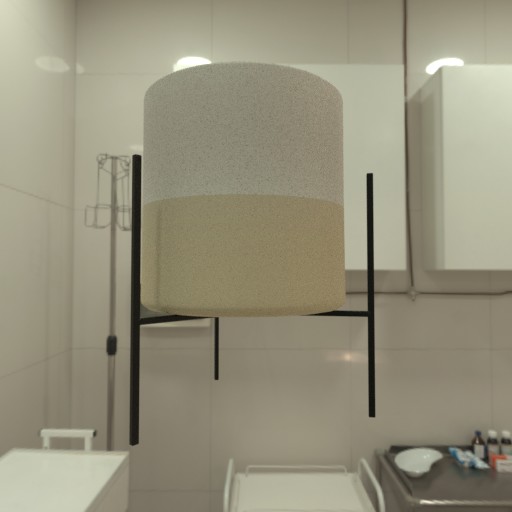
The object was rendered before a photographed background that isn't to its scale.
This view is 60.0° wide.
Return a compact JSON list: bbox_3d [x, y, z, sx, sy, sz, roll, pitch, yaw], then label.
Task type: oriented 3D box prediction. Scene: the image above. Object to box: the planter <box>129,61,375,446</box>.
[{"bbox_3d":[0.000,0.000,0.543,0.267,0.362,0.263,0,-2,0],"label":"planter"}]
